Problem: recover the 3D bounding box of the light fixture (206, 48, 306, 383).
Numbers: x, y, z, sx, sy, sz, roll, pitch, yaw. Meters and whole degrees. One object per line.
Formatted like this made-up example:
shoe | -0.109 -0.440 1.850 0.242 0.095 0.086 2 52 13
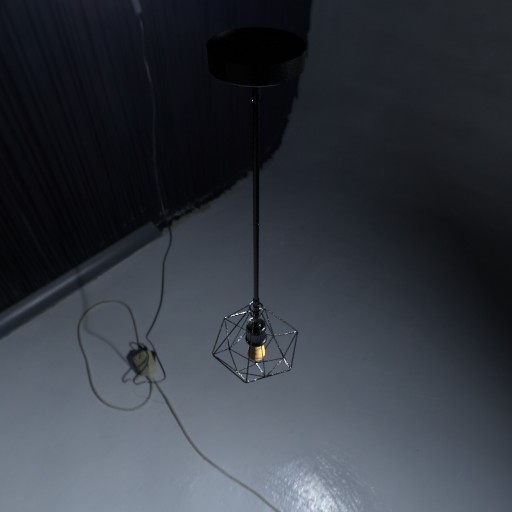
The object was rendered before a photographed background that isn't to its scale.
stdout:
light fixture | 0.000 0.000 1.926 0.487 1.764 0.431 33 54 28
